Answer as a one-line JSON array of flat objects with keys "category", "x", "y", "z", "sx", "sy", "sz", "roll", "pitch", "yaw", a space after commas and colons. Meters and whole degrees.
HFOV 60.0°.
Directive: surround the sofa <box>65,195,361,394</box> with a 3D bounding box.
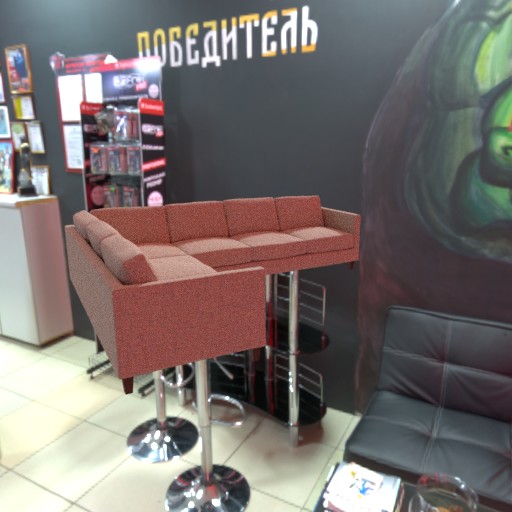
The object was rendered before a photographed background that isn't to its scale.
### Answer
[{"category": "sofa", "x": 0.000, "y": 0.000, "z": 4.318, "sx": 3.182, "sy": 0.863, "sz": 2.432, "roll": -8, "pitch": 16, "yaw": -28}]
